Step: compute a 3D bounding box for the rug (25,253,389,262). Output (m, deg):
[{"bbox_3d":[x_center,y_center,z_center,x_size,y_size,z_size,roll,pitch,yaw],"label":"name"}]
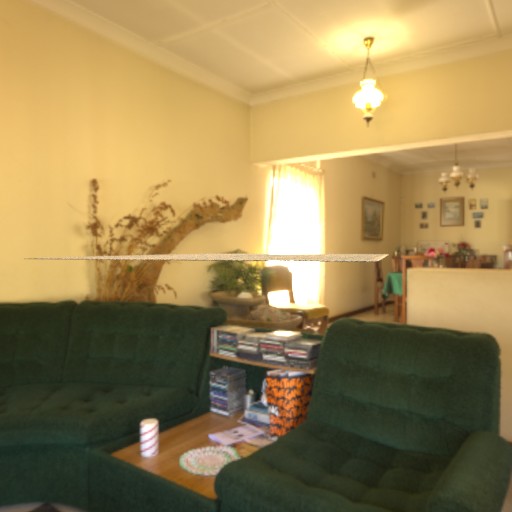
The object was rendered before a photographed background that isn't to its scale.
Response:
[{"bbox_3d":[0.000,0.000,4.358,2.464,0.010,3.327,0,1,18],"label":"rug"}]
